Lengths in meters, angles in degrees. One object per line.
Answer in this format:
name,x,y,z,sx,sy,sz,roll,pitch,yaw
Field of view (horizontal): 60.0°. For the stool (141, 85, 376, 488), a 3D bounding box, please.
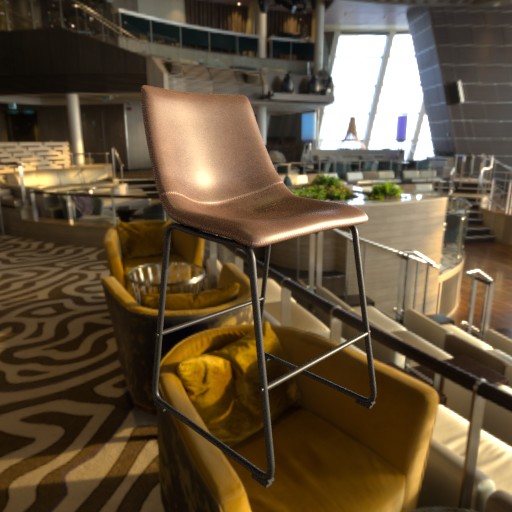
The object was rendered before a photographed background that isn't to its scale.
stool,0.000,0.000,1.212,0.460,0.890,0.550,-14,20,-43
